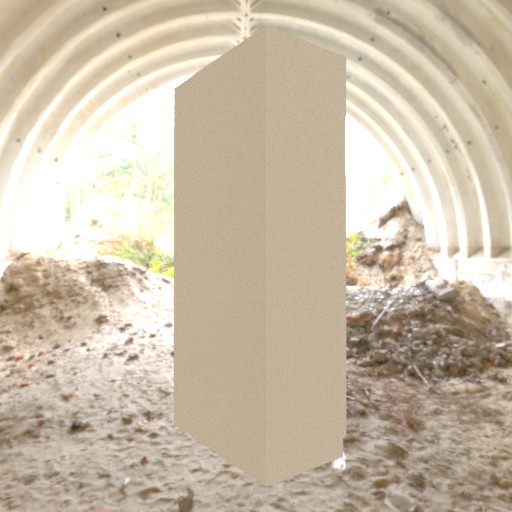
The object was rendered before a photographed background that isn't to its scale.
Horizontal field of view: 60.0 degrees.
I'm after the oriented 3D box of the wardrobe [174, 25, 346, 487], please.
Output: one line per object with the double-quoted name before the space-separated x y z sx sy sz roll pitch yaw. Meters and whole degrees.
"wardrobe" 0.000 0.000 2.076 0.470 1.700 0.760 0 0 -37
